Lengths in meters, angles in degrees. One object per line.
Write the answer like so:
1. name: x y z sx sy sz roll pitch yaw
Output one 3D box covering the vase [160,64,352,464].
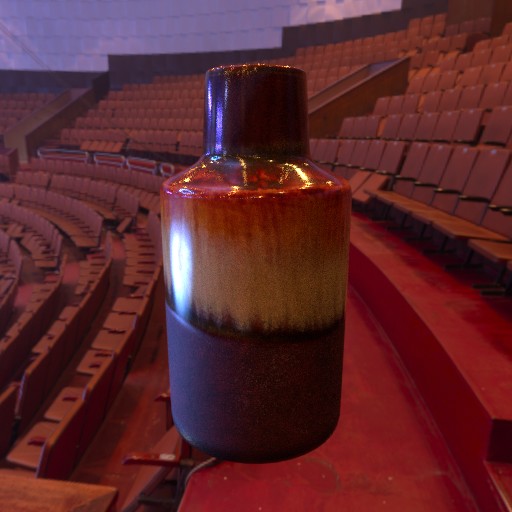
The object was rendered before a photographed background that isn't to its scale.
1. vase: 0.000 0.000 0.263 0.108 0.204 0.108 0 15 0
